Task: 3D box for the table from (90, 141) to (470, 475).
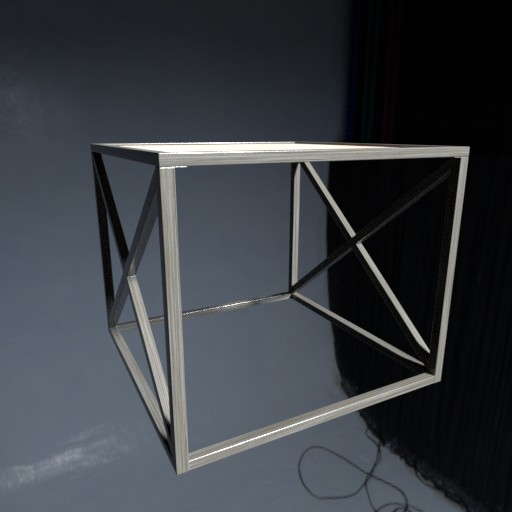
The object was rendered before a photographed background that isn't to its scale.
[{"bbox_3d":[0.000,0.000,1.044,0.609,0.507,0.611,-8,17,-27],"label":"table"}]
